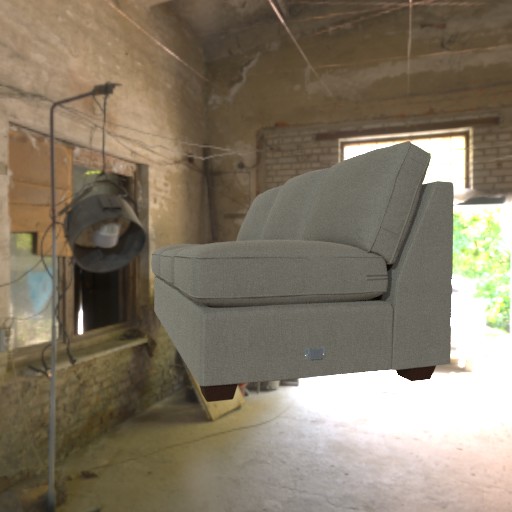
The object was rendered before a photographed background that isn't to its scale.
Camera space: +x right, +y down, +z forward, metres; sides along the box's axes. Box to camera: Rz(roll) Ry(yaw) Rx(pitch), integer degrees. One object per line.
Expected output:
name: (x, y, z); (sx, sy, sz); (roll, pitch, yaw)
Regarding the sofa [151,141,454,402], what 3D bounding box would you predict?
sofa: (0.000, 0.000, 2.708); (1.127, 1.036, 2.092); (0, 1, -17)
